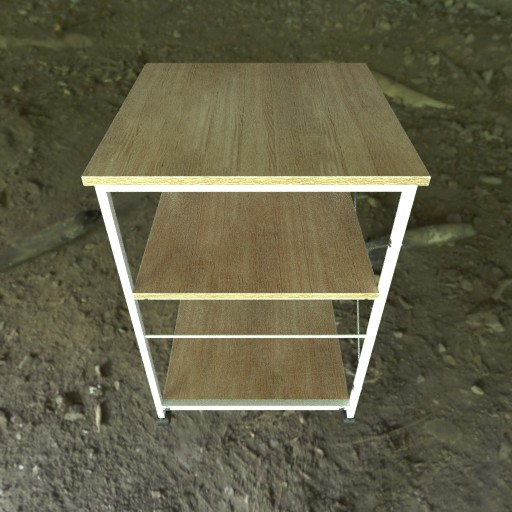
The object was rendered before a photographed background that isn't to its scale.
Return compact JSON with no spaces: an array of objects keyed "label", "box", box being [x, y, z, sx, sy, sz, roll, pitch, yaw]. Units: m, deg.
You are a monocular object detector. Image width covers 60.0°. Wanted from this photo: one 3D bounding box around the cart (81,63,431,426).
[{"label":"cart","box":[0.000,0.000,1.104,0.520,0.762,0.521,0,41,0]}]
